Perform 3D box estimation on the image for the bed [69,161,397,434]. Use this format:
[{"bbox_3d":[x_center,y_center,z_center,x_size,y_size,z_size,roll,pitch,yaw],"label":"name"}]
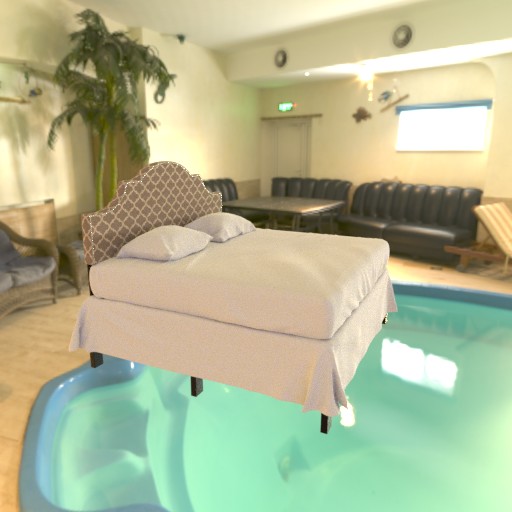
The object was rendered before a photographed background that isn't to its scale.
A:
[{"bbox_3d":[0.000,0.000,3.878,2.222,1.601,2.314,7,15,25],"label":"bed"}]
